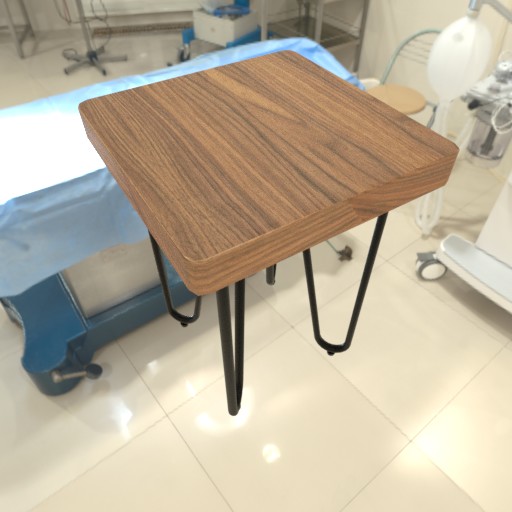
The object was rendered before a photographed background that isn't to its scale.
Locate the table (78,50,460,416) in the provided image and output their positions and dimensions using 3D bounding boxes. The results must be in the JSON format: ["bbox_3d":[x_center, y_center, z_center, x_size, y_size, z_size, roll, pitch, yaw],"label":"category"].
[{"bbox_3d":[0.000,0.000,0.980,0.479,0.641,0.480,-24,50,-22],"label":"table"}]
